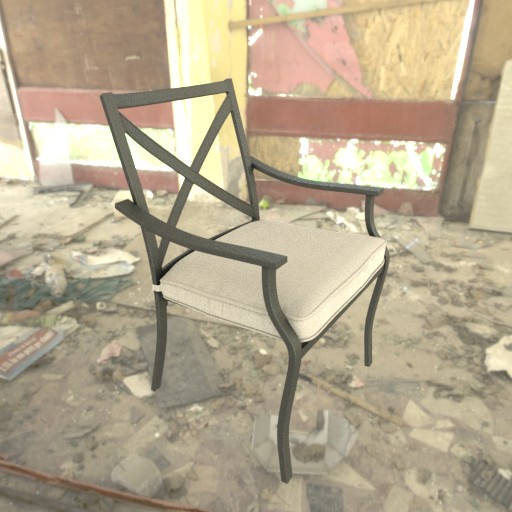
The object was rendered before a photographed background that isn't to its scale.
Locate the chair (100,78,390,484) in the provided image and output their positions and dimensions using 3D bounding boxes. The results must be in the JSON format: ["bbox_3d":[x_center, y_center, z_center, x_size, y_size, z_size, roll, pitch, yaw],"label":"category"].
[{"bbox_3d":[0.000,0.000,1.267,0.620,0.889,0.575,17,31,31],"label":"chair"}]
